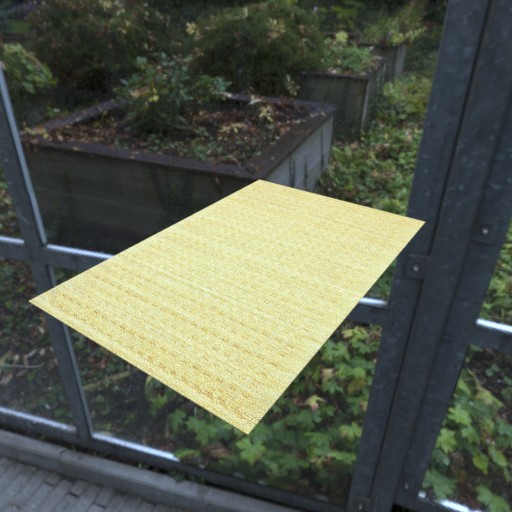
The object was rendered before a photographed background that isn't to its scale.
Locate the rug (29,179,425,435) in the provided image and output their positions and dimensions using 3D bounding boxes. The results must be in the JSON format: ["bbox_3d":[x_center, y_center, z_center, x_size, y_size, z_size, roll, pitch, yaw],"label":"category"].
[{"bbox_3d":[0.000,0.000,2.924,1.524,0.006,2.286,20,36,30],"label":"rug"}]
